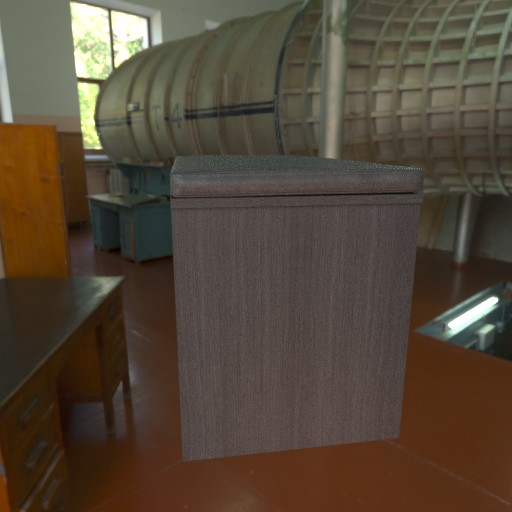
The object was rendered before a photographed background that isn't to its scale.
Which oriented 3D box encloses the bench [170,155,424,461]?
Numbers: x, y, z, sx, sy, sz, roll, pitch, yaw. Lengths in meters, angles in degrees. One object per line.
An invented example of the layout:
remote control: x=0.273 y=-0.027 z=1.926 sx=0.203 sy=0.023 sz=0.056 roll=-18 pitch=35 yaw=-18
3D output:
bench: x=0.000 y=0.000 z=1.162 sx=0.401 sy=0.501 sz=0.905 roll=-2 pitch=14 yaw=-9
